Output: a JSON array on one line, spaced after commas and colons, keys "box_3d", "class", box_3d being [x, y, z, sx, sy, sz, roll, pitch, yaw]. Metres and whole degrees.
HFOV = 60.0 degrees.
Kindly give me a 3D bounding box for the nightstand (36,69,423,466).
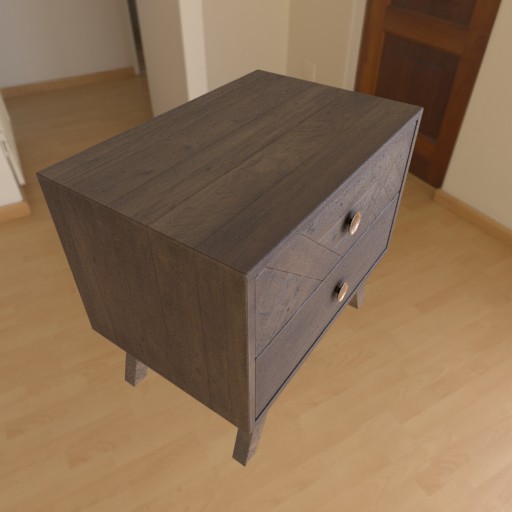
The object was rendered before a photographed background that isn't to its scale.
[{"box_3d": [0.000, 0.000, 1.040, 0.450, 0.599, 0.650, 25, 46, 26], "class": "nightstand"}]
